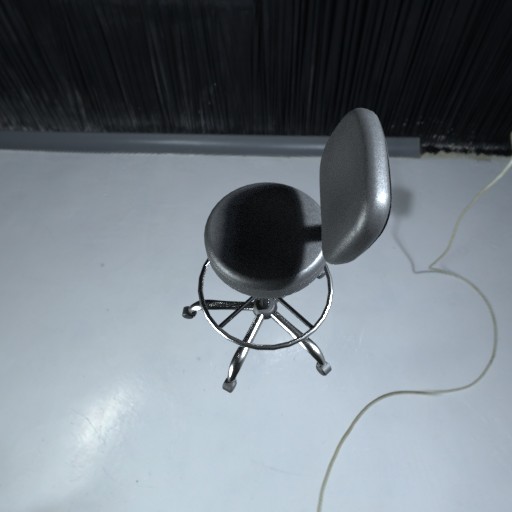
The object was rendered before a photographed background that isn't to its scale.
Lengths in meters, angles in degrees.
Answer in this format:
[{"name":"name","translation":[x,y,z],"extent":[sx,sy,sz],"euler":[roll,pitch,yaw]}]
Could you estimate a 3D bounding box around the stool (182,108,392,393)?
[{"name":"stool","translation":[0.000,0.000,1.539],"extent":[0.658,1.069,0.694],"euler":[2,59,1]}]
